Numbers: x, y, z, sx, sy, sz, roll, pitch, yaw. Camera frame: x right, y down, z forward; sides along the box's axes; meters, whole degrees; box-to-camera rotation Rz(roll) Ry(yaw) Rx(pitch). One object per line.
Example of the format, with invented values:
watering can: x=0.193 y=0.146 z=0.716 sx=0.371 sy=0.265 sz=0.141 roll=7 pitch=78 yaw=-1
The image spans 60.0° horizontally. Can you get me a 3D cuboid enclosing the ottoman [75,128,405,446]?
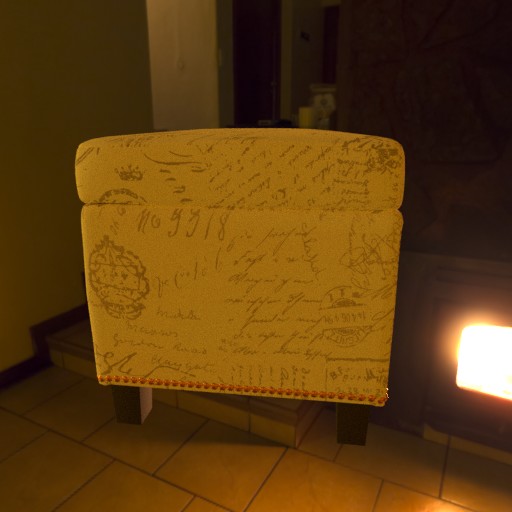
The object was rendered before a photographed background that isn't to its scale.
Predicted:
ottoman: x=0.000 y=0.000 z=0.826 sx=0.449 sy=0.457 sz=0.450 roll=2 pitch=15 yaw=8
